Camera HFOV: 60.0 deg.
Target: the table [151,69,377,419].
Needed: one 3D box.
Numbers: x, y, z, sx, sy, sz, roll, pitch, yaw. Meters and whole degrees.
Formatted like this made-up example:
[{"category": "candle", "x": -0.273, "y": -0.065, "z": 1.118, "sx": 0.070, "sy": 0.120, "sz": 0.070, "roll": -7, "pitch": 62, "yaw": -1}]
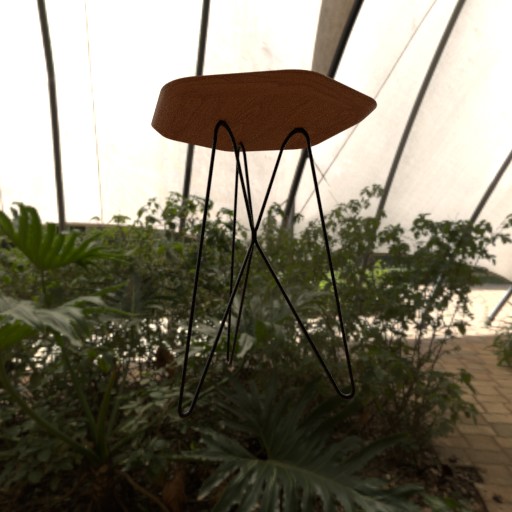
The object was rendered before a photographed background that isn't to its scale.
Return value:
[{"category": "table", "x": 0.000, "y": 0.000, "z": 0.901, "sx": 0.400, "sy": 0.562, "sz": 0.500, "roll": 0, "pitch": 1, "yaw": -18}]
